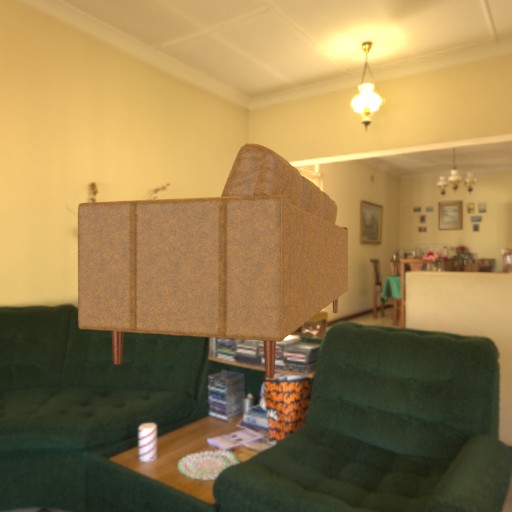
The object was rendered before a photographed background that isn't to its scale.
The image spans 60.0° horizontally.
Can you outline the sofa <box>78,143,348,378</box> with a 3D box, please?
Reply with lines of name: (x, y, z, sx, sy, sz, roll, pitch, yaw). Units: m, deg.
sofa: (0.000, 0.000, 2.758, 0.903, 0.930, 2.231, 0, 0, 18)
